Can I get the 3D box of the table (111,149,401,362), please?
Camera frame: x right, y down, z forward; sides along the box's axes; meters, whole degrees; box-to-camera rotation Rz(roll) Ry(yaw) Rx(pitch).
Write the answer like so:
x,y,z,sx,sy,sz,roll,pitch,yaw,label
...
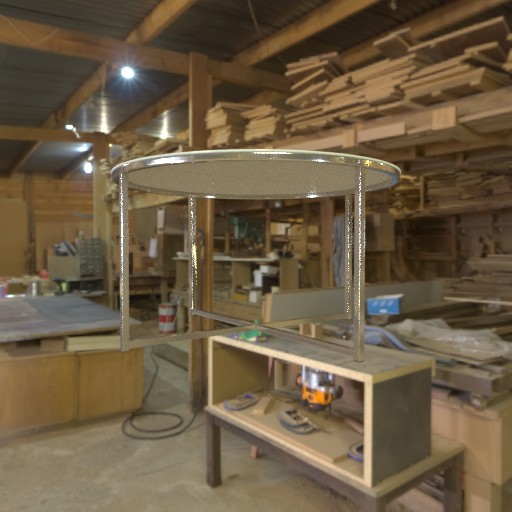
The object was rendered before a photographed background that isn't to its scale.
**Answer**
x,y,z,sx,sy,sz,roll,pitch,yaw,label
0.000,0.000,1.293,0.800,0.450,0.800,0,2,0,table
